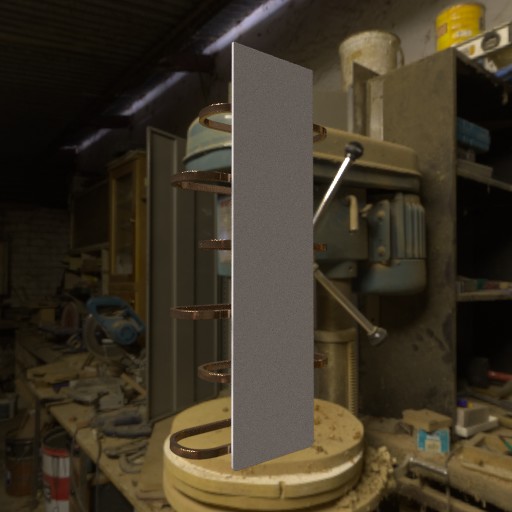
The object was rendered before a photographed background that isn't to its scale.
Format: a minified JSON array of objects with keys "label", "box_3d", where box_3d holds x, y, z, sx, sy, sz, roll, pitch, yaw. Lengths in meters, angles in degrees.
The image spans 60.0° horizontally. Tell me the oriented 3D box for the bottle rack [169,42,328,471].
[{"label":"bottle rack","box_3d":[0.000,0.000,0.830,0.332,0.709,0.118,1,-2,-37]}]
